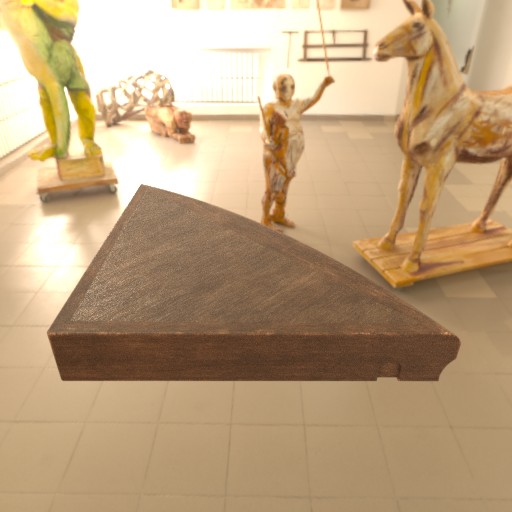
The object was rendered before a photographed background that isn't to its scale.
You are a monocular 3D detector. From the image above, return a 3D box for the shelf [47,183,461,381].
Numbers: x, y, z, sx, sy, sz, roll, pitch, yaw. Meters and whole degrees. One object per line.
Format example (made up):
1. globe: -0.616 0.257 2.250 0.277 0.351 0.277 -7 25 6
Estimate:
1. shelf: 0.000 0.000 0.472 0.310 0.050 0.310 0 31 0
